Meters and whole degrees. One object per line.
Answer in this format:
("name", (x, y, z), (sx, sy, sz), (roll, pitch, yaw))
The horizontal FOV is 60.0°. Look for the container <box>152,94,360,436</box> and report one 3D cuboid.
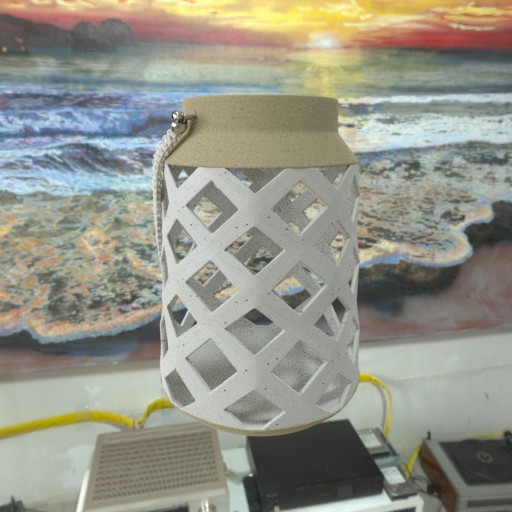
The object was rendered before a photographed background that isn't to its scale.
("container", (0.000, 0.000, 0.345), (0.163, 0.229, 0.172), (-14, 21, -40))
